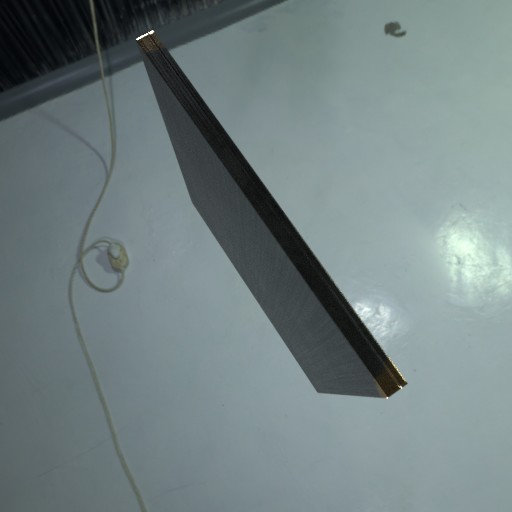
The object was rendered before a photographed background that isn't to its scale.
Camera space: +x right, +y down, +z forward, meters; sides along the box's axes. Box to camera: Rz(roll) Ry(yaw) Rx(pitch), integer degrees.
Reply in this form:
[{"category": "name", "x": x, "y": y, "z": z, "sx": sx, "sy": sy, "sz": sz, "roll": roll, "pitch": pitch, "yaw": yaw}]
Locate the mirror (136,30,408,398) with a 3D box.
[{"category": "mirror", "x": 0.000, "y": 0.000, "z": 0.552, "sx": 0.020, "sy": 0.381, "sz": 0.382, "roll": -32, "pitch": 76, "yaw": -9}]
